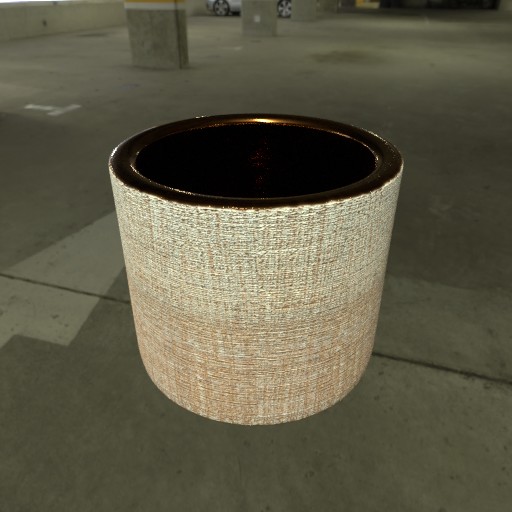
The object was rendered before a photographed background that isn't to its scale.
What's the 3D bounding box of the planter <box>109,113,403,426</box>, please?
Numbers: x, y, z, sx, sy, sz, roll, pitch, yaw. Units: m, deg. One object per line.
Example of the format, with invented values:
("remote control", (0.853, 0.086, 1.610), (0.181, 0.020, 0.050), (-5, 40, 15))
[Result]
("planter", (0.000, 0.000, 0.311), (0.177, 0.157, 0.177), (0, 31, 0))
